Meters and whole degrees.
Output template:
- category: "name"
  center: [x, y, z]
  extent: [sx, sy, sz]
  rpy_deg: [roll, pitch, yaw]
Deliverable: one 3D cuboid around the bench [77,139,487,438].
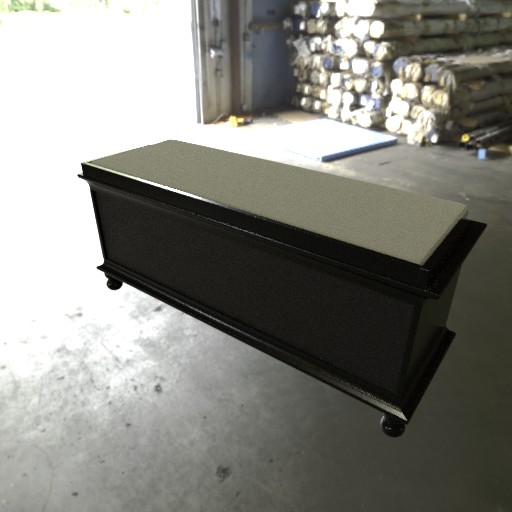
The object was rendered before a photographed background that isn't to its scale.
- category: "bench"
  center: [0.000, 0.000, 1.405]
  extent: [1.185, 0.501, 0.402]
  rpy_deg: [20, 35, 31]
